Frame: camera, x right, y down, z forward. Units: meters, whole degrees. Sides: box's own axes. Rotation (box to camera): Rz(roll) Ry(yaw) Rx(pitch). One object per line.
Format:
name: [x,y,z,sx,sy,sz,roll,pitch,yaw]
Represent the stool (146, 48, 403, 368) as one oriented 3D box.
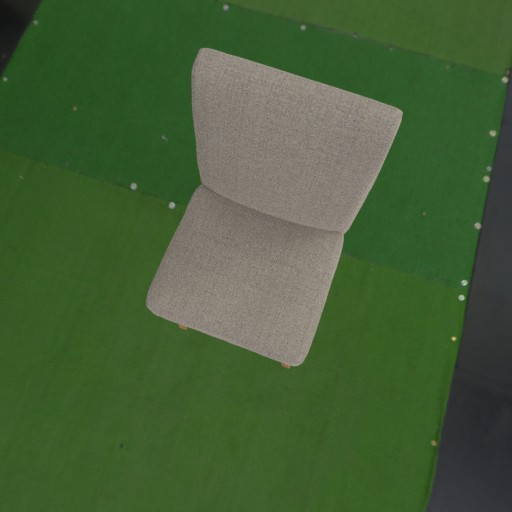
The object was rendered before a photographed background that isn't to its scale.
stool: [0.000,0.000,1.295,0.459,1.010,0.526,20,76,5]
